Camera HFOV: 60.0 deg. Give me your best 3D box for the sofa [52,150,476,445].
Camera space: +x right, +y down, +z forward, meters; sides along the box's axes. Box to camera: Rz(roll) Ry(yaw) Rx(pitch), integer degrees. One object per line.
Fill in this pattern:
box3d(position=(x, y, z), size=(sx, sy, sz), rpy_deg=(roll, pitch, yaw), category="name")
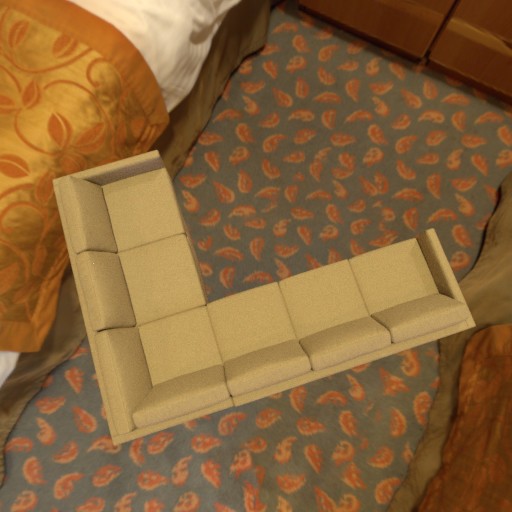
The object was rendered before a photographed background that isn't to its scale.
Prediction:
box3d(position=(0.000, 0.000, 4.163), size=(3.182, 0.871, 2.432), rpy_deg=(-17, 77, -4), category="sofa")
